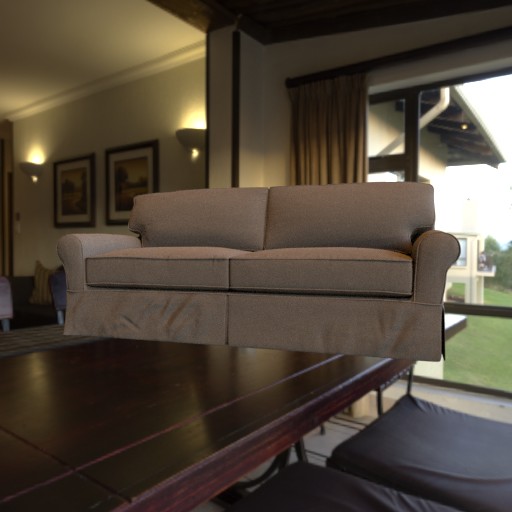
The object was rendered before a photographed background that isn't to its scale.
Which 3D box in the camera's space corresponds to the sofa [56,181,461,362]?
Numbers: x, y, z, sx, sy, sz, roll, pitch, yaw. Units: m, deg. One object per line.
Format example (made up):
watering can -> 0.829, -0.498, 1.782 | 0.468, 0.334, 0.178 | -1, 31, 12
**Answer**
sofa -> 0.000, 0.000, 2.765 | 2.248, 0.943, 0.991 | 0, 1, 18
